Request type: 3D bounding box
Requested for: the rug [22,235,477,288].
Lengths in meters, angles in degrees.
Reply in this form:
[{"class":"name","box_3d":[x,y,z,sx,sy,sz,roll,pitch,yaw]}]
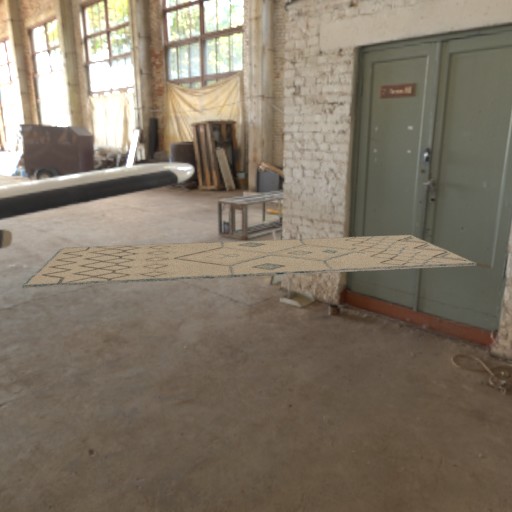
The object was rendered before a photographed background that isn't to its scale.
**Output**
[{"class":"rug","box_3d":[0.000,0.000,2.706,2.434,0.013,0.770,-2,15,-9]}]
